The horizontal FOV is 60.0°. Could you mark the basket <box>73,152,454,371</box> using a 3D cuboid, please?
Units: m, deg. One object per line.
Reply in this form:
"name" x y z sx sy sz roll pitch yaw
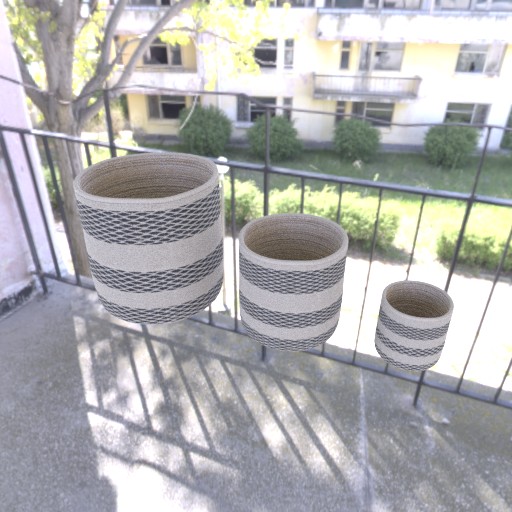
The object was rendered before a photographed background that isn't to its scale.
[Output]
"basket" 0.000 0.000 1.082 0.917 0.356 0.351 11 32 19
